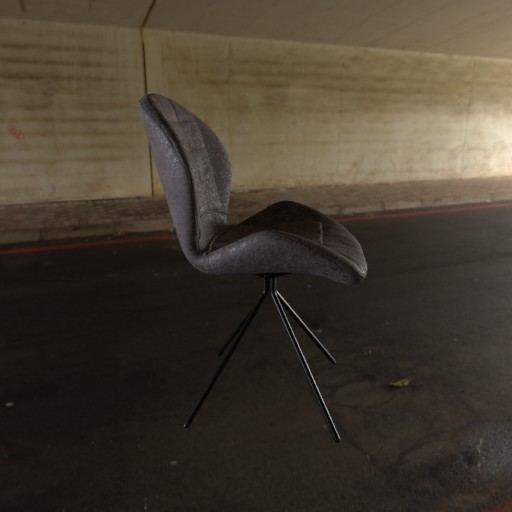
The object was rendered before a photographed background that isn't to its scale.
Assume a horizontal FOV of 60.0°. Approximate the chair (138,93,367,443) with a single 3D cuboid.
[{"bbox_3d":[0.000,0.000,1.347,0.640,0.934,0.527,2,16,8],"label":"chair"}]
